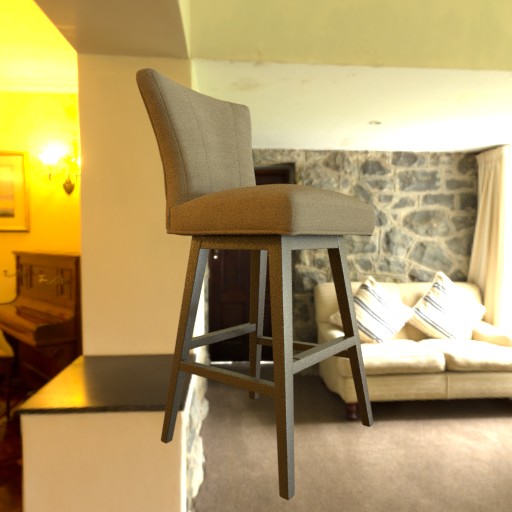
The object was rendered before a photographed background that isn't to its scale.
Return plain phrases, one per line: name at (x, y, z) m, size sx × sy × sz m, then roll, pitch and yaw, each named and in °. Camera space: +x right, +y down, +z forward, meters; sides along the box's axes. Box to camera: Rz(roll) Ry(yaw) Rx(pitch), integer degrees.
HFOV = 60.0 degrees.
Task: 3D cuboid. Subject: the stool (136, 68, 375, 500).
stool at (0.000, 0.000, 1.355) m, size 0.574 × 1.086 × 0.514 m, roll 2°, pitch 3°, yaw 36°
